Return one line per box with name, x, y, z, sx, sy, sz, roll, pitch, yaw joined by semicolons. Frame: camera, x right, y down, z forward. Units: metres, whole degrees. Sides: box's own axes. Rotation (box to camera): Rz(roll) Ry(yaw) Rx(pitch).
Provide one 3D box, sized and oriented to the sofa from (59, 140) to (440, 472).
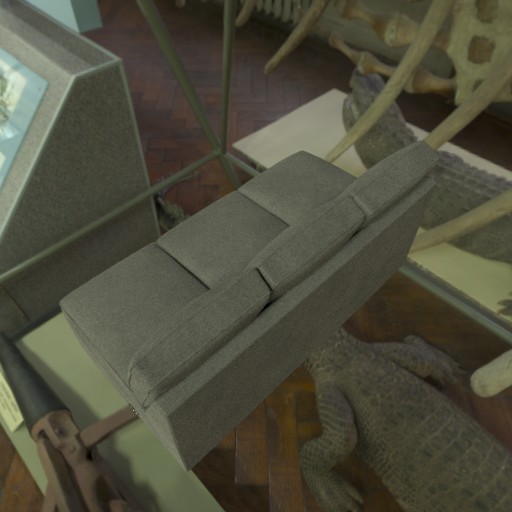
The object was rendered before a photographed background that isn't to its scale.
sofa;0.000;0.000;2.520;1.962;0.973;1.027;-37;58;-28
